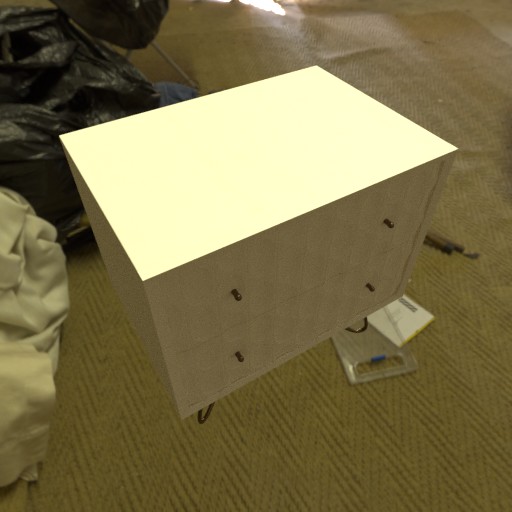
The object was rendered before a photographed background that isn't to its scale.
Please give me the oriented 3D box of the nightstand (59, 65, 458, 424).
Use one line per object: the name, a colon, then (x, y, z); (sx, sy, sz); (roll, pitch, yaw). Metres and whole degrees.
nightstand: (0.000, 0.000, 1.044); (0.614, 0.604, 0.447); (-24, 50, -21)
